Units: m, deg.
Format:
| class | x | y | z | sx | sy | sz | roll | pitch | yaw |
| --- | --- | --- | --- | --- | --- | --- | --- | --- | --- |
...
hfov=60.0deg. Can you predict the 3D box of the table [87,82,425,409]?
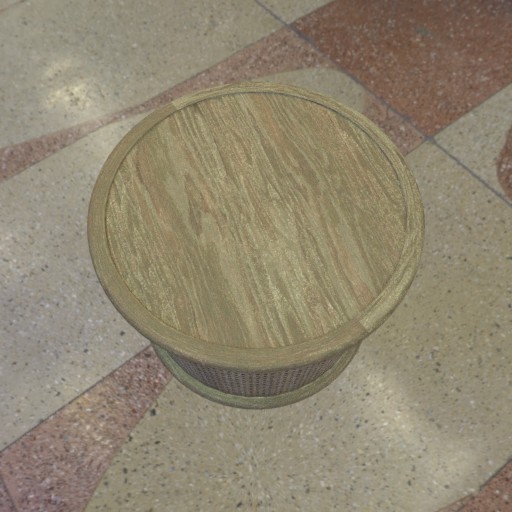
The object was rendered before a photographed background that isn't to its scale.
| class | x | y | z | sx | sy | sz | roll | pitch | yaw |
| --- | --- | --- | --- | --- | --- | --- | --- | --- | --- |
| table | 0.000 | 0.000 | 1.000 | 0.607 | 0.450 | 0.607 | 0 | 64 | 0 |
